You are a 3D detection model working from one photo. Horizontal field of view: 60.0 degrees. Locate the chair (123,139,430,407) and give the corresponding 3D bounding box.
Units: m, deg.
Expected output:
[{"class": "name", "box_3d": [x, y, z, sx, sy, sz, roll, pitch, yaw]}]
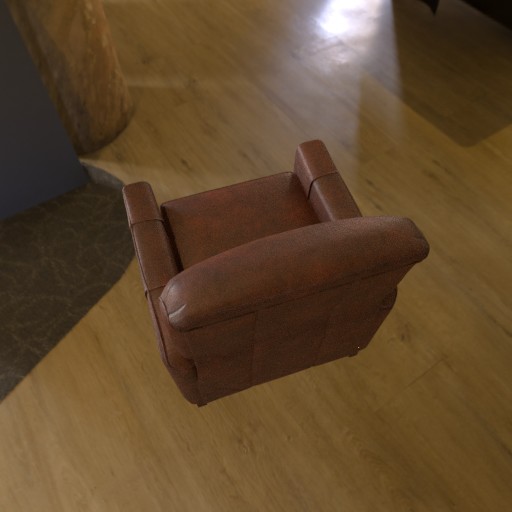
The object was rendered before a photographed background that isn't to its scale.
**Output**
[{"class": "chair", "box_3d": [0.000, 0.000, 1.669, 0.843, 1.043, 0.836, -16, 59, -10]}]
